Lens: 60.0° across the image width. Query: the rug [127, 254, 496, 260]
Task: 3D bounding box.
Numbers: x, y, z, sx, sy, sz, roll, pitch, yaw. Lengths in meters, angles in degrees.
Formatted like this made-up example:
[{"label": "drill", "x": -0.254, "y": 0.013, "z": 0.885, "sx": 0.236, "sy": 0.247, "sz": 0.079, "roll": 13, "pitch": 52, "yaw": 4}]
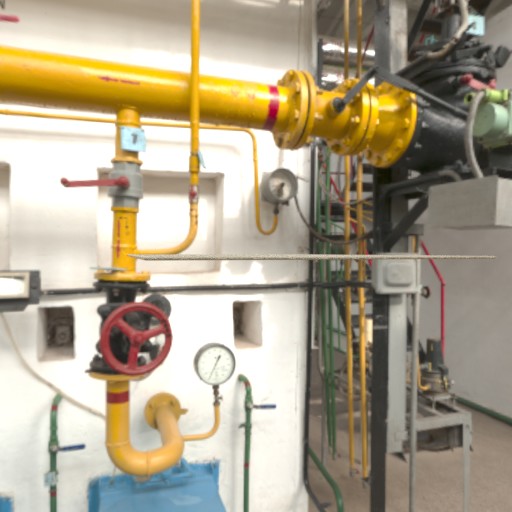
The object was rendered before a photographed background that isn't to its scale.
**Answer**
[{"label": "rug", "x": 0.000, "y": 0.000, "z": 2.259, "sx": 1.219, "sy": 0.010, "sz": 1.829, "roll": 0, "pitch": 0, "yaw": -18}]
